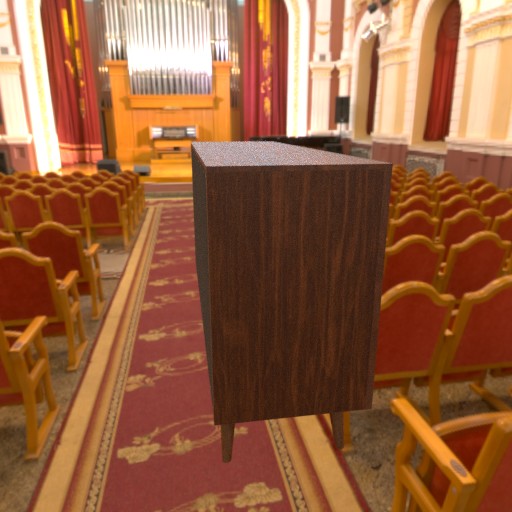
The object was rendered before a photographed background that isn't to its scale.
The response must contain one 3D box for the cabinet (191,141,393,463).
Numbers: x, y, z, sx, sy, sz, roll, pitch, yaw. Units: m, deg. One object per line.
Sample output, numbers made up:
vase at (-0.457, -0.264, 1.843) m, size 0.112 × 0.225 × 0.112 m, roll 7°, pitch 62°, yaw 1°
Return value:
cabinet at (0.000, 0.000, 1.992) m, size 0.505 × 0.940 × 1.575 m, roll -3°, pitch 17°, yaw -9°
